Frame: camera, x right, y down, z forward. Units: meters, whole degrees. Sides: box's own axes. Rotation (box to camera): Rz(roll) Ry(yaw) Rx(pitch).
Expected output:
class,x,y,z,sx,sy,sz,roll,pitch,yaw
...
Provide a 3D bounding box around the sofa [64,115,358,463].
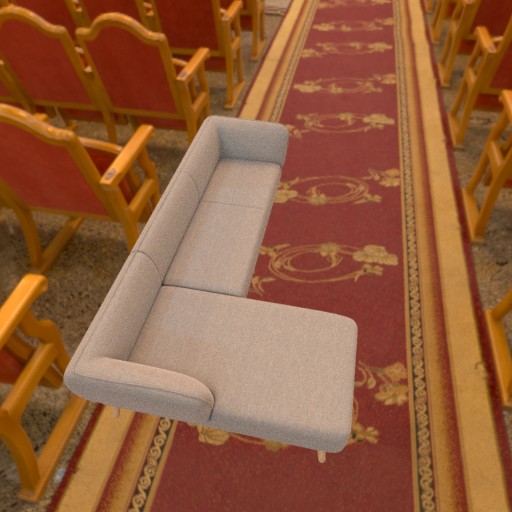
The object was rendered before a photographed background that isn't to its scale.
class,x,y,z,sx,sy,sz,roll,pitch,yaw
sofa,0.000,0.000,3.265,1.532,0.693,2.653,9,48,8
